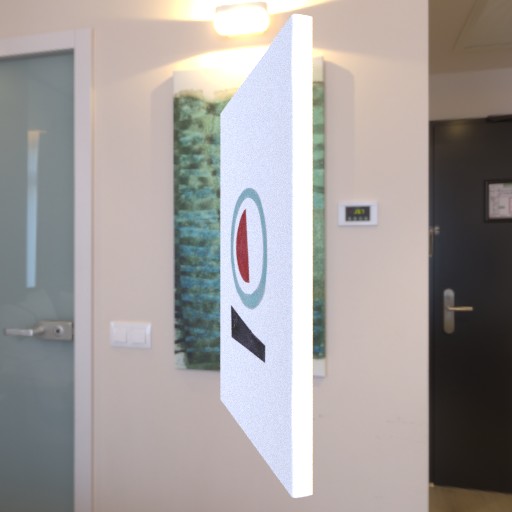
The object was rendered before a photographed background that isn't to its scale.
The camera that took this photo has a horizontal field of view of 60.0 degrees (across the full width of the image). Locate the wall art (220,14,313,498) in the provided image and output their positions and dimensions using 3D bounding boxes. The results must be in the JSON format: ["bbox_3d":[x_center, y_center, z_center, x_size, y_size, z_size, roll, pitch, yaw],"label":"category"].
[{"bbox_3d":[0.000,0.000,1.114,0.048,0.902,0.602,0,0,-17],"label":"wall art"}]
